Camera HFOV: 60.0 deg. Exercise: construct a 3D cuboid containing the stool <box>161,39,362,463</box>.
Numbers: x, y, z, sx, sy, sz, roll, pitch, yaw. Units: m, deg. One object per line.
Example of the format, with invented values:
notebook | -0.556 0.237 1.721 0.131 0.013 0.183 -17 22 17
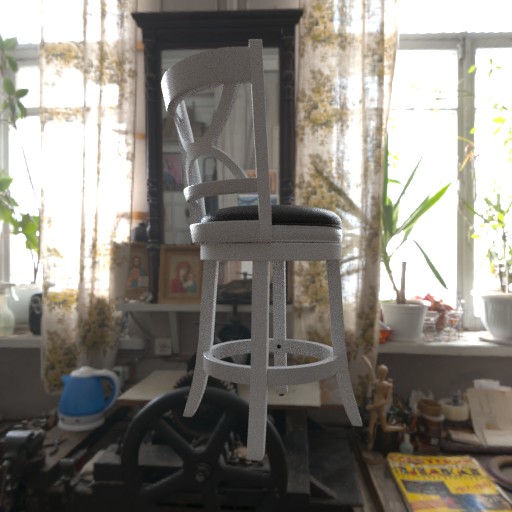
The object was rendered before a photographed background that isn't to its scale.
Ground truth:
stool | 0.000 0.000 1.235 0.508 0.953 0.444 0 1 -36
